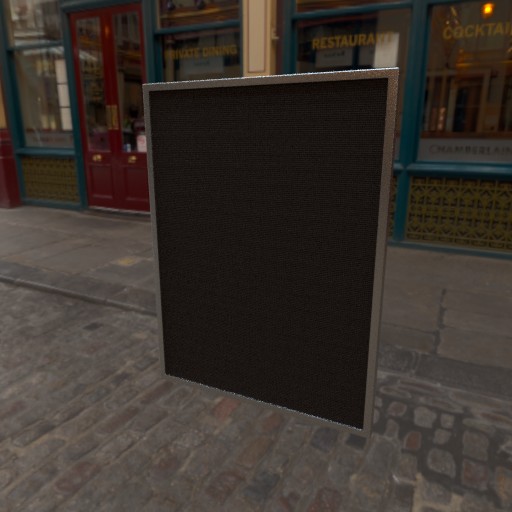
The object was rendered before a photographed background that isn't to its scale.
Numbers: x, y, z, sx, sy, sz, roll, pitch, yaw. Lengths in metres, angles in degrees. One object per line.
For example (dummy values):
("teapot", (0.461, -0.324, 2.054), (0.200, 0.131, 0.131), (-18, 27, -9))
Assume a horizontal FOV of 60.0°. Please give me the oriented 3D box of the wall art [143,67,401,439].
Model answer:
("wall art", (0.000, 0.000, 1.412), (0.801, 1.062, 0.037), (7, 17, 25))
